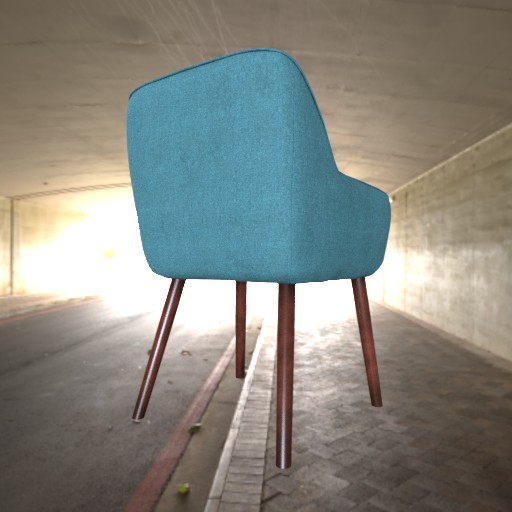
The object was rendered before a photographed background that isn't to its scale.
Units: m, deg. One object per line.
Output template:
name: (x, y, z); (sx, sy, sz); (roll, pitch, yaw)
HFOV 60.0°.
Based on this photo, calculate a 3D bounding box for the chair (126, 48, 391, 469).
chair: (0.000, 0.000, 1.141); (0.543, 0.803, 0.519); (0, 0, 36)
